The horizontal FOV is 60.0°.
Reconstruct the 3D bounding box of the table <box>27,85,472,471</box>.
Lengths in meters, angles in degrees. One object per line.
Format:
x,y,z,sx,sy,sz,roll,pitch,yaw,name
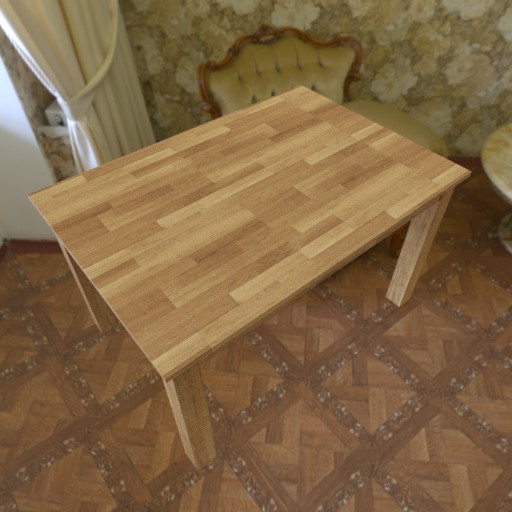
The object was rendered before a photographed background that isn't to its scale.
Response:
0.000,0.000,1.842,1.300,0.750,0.900,-31,54,-26,table
